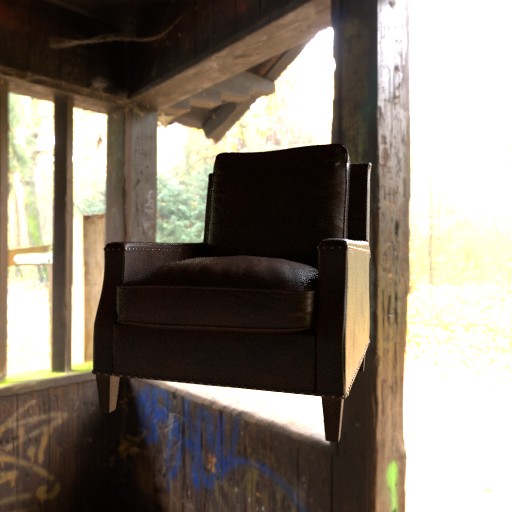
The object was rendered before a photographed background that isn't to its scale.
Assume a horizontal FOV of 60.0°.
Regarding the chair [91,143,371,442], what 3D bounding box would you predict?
[{"bbox_3d":[0.000,0.000,1.816,0.854,1.054,1.035,0,0,18],"label":"chair"}]
